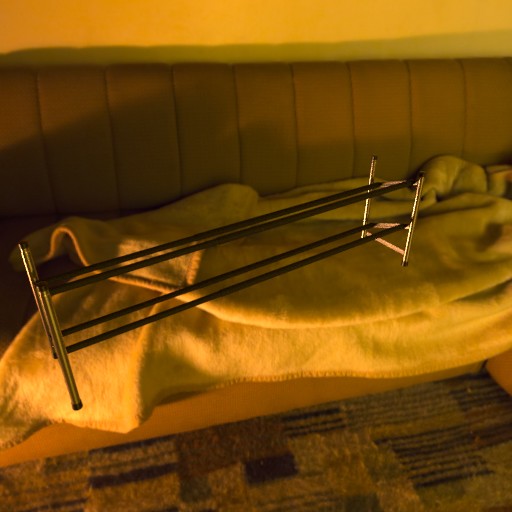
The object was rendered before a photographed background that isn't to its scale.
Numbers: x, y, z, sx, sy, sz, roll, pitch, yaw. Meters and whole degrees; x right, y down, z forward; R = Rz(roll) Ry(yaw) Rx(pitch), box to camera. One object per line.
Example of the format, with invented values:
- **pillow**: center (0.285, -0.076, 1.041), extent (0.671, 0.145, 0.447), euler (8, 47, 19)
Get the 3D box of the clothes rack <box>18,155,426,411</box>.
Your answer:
- **clothes rack**: center (0.000, 0.000, 1.301), extent (1.168, 0.349, 0.229), euler (-19, 35, -29)
